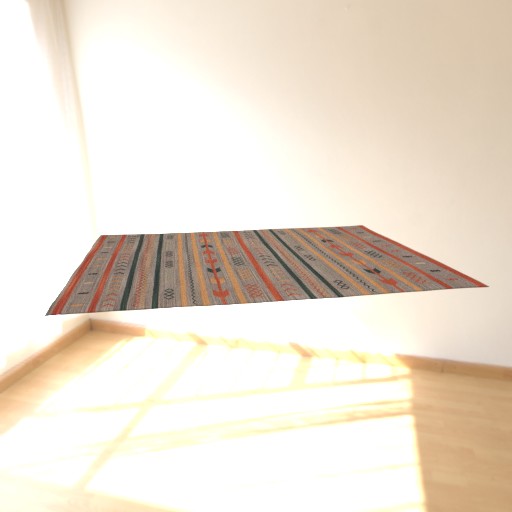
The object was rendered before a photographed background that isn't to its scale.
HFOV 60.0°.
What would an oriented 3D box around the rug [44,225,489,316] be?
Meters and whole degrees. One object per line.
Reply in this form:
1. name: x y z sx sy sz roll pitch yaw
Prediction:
1. rug: 0.000 0.000 4.004 3.029 0.022 2.263 -3 16 -10
